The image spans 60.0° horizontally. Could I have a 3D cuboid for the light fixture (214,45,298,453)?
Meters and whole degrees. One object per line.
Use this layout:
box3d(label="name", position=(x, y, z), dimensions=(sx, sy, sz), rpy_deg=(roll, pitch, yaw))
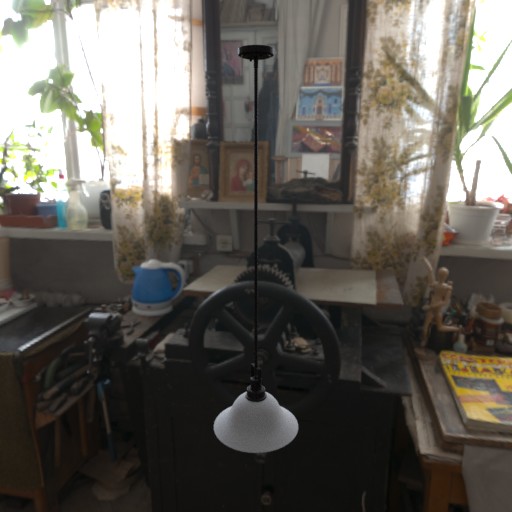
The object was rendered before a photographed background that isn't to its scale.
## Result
box3d(label="light fixture", position=(0.000, 0.000, 1.547), dimensions=(0.324, 1.337, 0.324), rpy_deg=(-7, 15, -27))
